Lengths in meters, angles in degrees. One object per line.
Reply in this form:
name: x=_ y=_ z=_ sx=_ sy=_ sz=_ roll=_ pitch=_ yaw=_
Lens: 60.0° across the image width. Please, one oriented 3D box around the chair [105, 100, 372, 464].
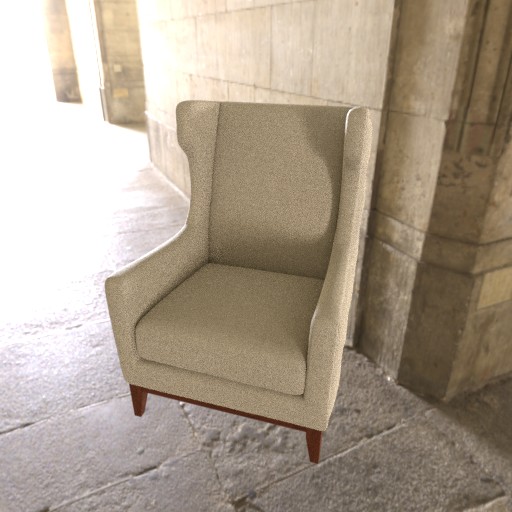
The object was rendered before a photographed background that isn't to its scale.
chair: x=0.000 y=0.000 z=1.700 sx=0.778 sy=1.079 sz=0.899 roll=8 pitch=27 yaw=16
